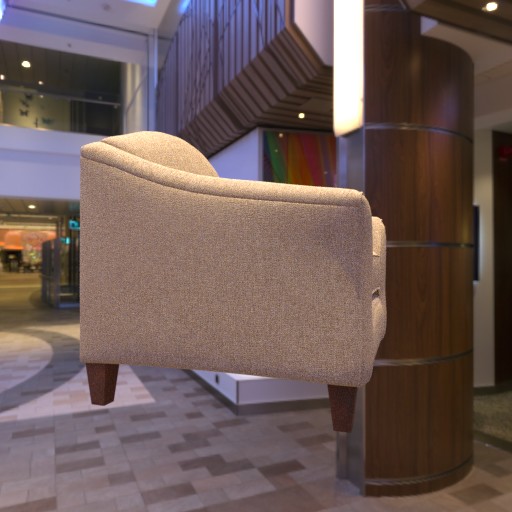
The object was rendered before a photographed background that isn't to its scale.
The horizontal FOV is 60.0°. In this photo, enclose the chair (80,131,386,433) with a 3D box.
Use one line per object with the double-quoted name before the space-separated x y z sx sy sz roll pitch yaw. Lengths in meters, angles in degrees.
"chair" 0.000 0.000 1.444 0.787 0.839 0.763 0 0 19
